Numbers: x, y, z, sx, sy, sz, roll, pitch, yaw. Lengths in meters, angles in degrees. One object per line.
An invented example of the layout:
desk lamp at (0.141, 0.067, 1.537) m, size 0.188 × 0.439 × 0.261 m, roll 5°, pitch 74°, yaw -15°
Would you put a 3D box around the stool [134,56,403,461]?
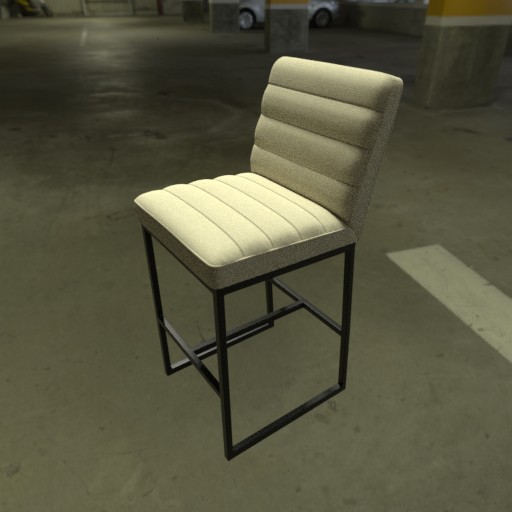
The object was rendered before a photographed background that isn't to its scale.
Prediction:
stool at (0.000, 0.000, 1.335) m, size 0.560 × 1.040 × 0.460 m, roll -20°, pitch 36°, yaw -30°
